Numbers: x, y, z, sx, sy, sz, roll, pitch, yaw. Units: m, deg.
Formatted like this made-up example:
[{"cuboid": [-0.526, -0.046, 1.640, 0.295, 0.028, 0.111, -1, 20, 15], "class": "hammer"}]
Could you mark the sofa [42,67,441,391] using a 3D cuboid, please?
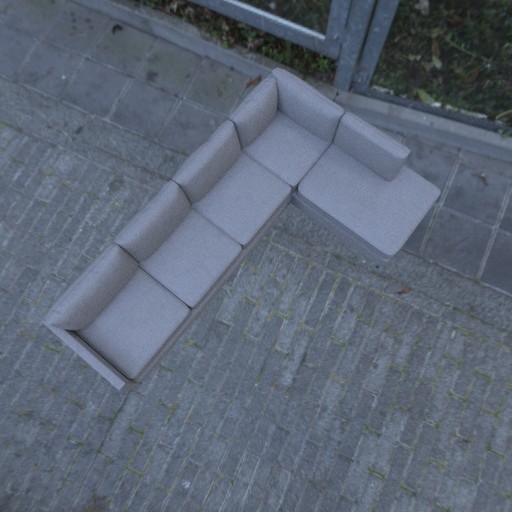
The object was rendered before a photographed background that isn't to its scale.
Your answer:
[{"cuboid": [0.000, 0.000, 4.228, 2.077, 0.964, 3.331, 37, 77, 10], "class": "sofa"}]
